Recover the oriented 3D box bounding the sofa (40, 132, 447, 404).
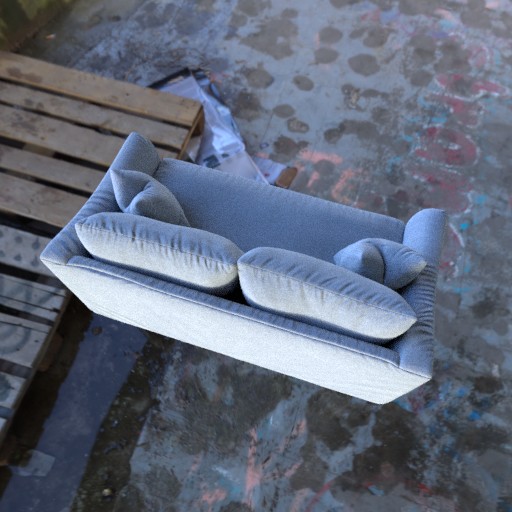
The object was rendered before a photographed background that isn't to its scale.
[{"bbox_3d":[0.000,0.000,2.649,2.010,1.018,1.072,16,65,8],"label":"sofa"}]
